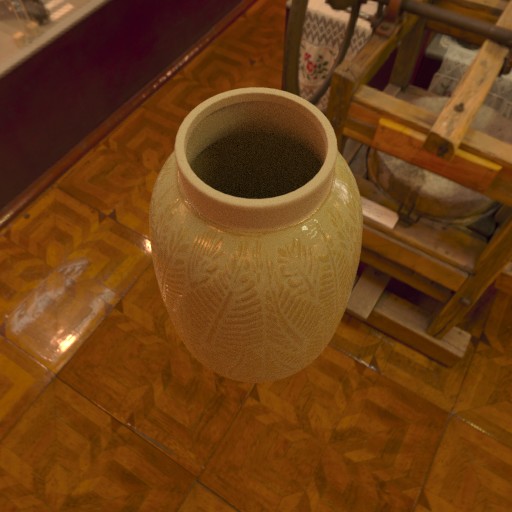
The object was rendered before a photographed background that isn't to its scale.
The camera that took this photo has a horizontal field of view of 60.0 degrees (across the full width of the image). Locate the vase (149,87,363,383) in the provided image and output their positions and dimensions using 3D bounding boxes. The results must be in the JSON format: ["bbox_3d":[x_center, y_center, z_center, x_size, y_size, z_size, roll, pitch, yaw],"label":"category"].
[{"bbox_3d":[0.000,0.000,0.378,0.172,0.270,0.172,0,60,0],"label":"vase"}]
